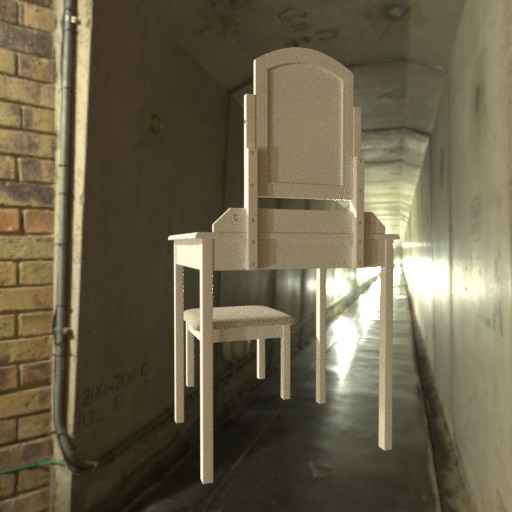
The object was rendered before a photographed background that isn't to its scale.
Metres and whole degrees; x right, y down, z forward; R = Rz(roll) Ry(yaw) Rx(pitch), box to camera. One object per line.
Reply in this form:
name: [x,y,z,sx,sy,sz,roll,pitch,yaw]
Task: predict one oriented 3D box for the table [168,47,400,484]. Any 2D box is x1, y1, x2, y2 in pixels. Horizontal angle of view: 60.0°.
table: [0.000,0.000,2.275,0.876,1.631,1.211,-1,2,-20]
